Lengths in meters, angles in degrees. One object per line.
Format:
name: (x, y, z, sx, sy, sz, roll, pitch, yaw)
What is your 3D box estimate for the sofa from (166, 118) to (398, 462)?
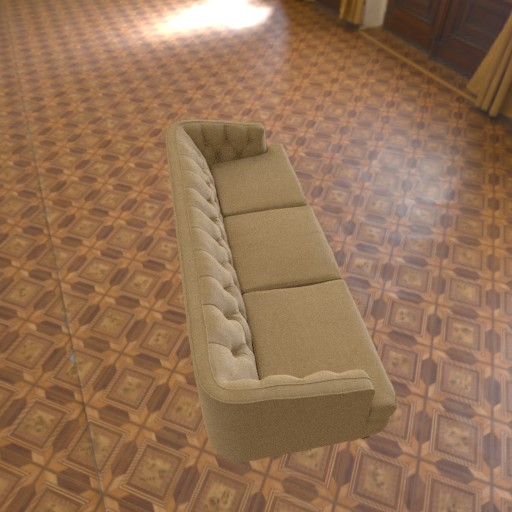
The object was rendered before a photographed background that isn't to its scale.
sofa: (0.000, 0.000, 2.743, 0.913, 0.788, 2.235, -8, 47, -8)
